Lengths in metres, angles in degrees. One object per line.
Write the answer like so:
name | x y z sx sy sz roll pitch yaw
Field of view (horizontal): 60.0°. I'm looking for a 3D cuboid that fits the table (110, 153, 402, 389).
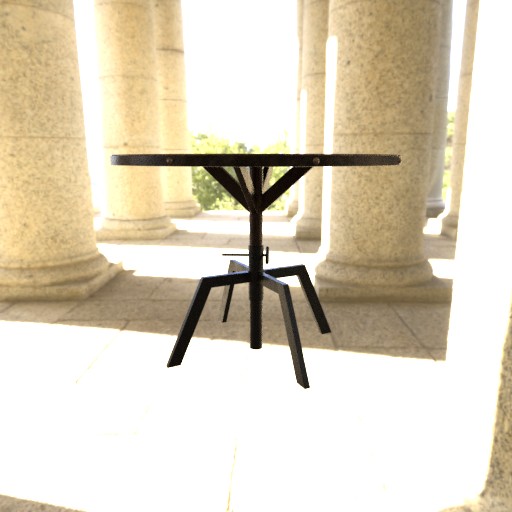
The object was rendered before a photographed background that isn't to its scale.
table | 0.000 0.000 1.483 0.885 0.658 0.885 0 12 0
